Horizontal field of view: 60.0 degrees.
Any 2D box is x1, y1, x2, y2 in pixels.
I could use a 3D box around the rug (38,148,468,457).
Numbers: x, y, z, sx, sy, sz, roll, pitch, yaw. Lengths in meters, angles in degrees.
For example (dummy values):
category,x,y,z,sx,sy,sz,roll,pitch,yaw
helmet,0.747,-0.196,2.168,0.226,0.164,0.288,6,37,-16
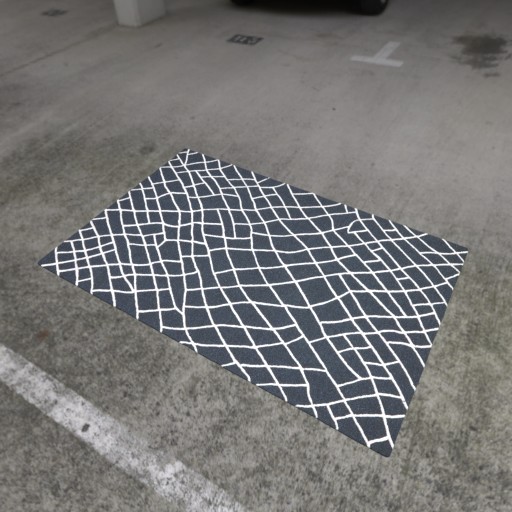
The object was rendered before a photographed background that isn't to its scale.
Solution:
category,x,y,z,sx,sy,sz,roll,pitch,yaw
rug,0.000,0.000,2.247,1.830,0.013,1.223,23,50,21
